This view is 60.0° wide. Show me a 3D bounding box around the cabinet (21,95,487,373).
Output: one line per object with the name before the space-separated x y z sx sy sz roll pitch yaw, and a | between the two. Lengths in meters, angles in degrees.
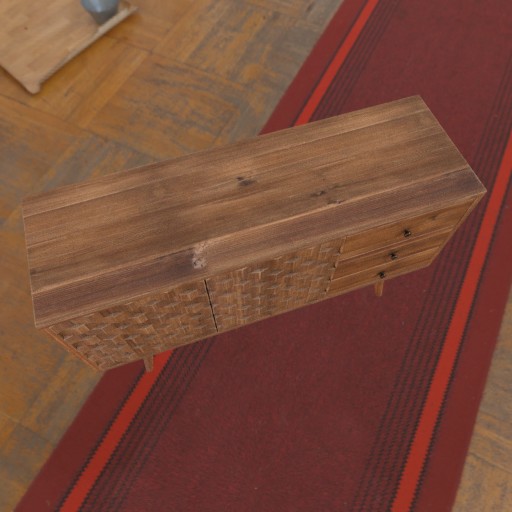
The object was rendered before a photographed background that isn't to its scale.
cabinet | 0.000 0.000 1.744 1.400 0.800 0.472 -17 64 -9
